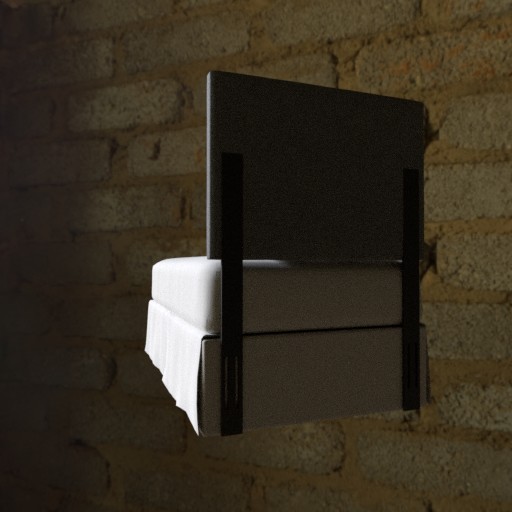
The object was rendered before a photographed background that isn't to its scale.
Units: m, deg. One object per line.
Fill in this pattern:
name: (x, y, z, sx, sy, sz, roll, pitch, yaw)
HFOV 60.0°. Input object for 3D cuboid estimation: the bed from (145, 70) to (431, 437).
bed: (0.000, 0.000, 2.991, 1.261, 1.571, 1.997, 0, -1, -20)
